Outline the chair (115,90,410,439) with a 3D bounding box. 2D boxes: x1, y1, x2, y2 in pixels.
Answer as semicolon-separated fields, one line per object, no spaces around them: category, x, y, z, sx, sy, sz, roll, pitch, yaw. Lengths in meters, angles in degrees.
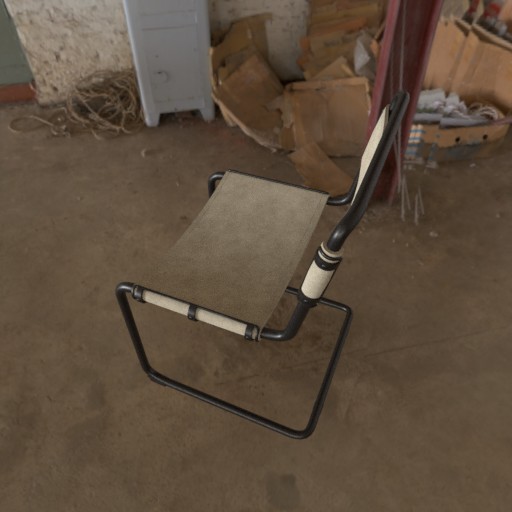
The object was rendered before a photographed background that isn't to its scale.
chair;0.000;0.000;1.077;0.497;0.747;0.499;17;48;16
